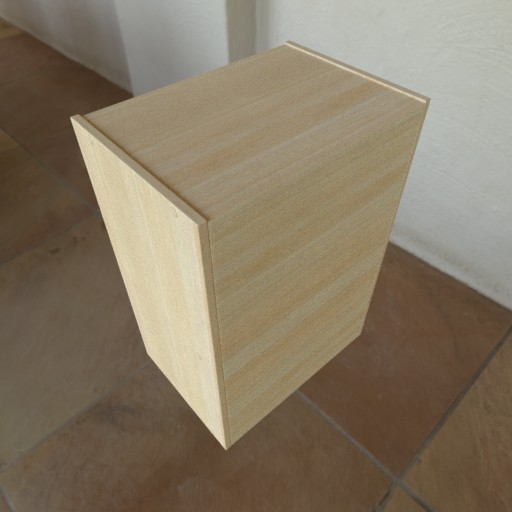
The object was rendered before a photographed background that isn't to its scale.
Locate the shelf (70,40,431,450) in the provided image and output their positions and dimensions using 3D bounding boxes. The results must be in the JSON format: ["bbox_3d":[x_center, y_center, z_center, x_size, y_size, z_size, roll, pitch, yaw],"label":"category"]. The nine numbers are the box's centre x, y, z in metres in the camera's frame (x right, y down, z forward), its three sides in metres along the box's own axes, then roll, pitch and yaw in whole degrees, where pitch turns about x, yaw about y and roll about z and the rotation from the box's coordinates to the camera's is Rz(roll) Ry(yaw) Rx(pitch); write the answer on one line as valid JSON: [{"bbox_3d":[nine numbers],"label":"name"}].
[{"bbox_3d":[0.000,0.000,0.826,0.414,0.592,0.290,-32,54,-27],"label":"shelf"}]
